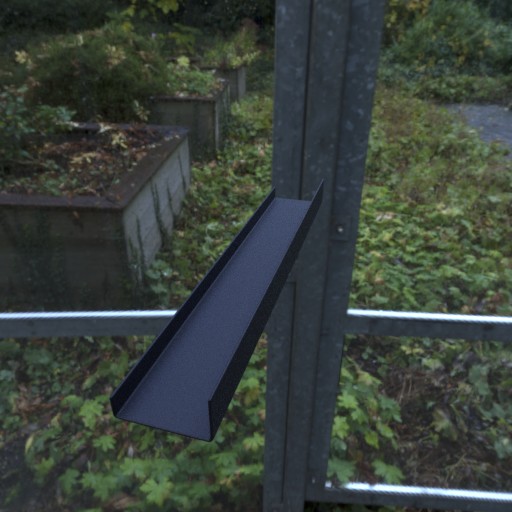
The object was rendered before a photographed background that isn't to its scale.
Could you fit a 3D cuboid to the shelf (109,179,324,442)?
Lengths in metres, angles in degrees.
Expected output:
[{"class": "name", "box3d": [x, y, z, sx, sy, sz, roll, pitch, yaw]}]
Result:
[{"class": "shelf", "box3d": [0.000, 0.000, 0.649, 0.102, 0.053, 0.605, 8, 29, 15]}]
